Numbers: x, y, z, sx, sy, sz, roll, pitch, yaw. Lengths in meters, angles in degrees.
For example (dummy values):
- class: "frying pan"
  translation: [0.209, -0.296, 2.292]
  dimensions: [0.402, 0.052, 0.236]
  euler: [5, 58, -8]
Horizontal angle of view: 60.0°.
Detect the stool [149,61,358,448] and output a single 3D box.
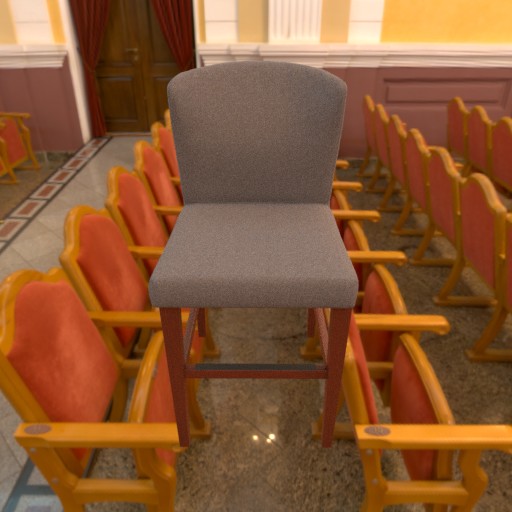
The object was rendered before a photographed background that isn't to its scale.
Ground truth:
- class: "stool"
  translation: [0.000, 0.000, 1.256]
  dimensions: [0.481, 0.968, 0.568]
  euler: [0, 29, 0]
